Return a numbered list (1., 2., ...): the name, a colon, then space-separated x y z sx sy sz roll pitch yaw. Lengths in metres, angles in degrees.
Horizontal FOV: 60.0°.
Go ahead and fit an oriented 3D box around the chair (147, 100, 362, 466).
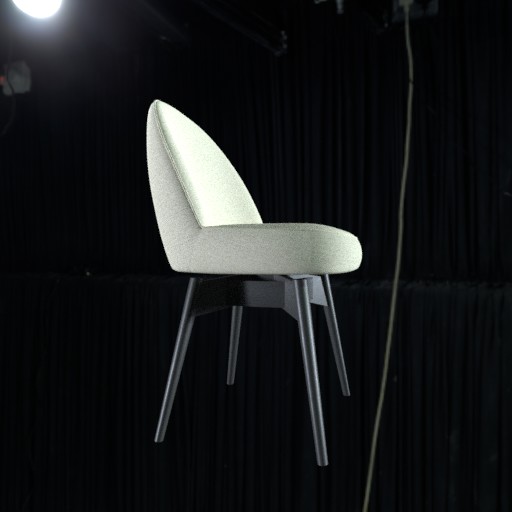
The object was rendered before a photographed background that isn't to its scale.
1. chair: 0.000 0.000 1.177 0.540 0.838 0.532 0 0 17
